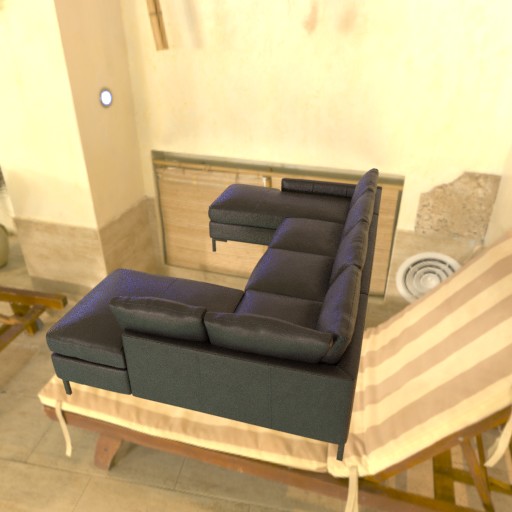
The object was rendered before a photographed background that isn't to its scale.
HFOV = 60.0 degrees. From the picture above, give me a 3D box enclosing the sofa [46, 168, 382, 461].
[{"bbox_3d":[0.000,0.000,3.804,1.939,0.900,2.956,8,31,14],"label":"sofa"}]
